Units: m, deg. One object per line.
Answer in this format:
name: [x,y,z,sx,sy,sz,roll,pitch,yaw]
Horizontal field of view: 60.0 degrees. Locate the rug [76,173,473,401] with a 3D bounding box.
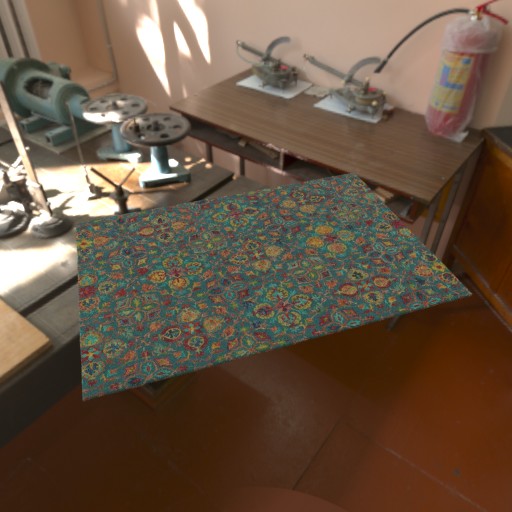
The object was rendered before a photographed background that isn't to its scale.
rug: [0.000,0.000,2.982,2.290,0.016,1.527,-12,42,-14]
